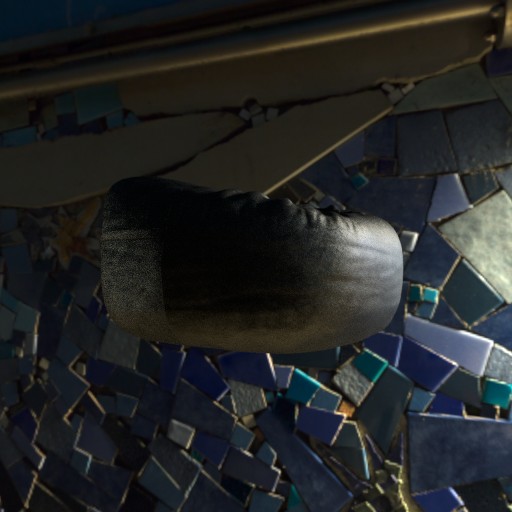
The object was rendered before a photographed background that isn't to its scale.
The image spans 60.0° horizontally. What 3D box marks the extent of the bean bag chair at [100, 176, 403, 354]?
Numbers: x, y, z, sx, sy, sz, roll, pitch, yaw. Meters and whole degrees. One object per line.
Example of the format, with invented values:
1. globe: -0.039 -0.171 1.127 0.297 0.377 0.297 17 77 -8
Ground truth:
1. bean bag chair: 0.000 0.000 2.432 1.524 0.878 1.524 -1 -1 35
